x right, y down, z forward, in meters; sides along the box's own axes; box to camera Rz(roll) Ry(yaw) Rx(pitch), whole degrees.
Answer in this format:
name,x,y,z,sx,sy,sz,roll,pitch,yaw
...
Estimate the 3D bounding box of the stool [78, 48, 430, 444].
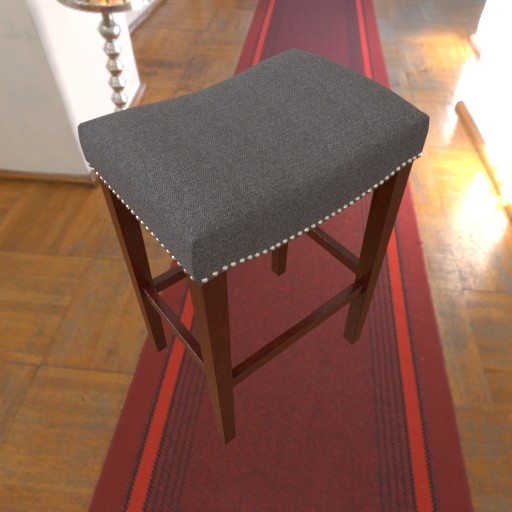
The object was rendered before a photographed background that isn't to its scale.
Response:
name,x,y,z,sx,sy,sz,roll,pitch,yaw
stool,0.000,0.000,1.009,0.504,0.742,0.372,-31,55,-25
